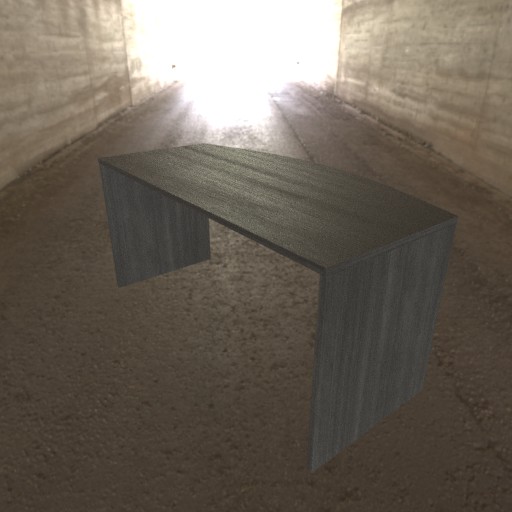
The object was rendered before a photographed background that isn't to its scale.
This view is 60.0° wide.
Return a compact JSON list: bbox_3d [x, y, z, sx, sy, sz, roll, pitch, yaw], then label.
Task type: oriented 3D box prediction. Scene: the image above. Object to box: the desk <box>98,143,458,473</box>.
[{"bbox_3d":[0.000,0.000,2.082,0.802,0.750,1.600,-18,31,-34],"label":"desk"}]
